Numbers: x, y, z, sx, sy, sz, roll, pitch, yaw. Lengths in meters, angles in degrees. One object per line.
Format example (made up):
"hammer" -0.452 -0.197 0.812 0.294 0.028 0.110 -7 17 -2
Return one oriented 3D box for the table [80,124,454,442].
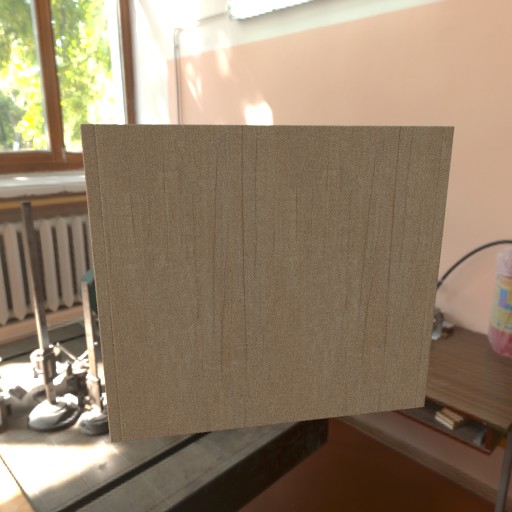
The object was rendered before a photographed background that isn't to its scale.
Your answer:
"table" 0.000 0.000 0.923 0.570 0.510 0.420 -3 15 -10
